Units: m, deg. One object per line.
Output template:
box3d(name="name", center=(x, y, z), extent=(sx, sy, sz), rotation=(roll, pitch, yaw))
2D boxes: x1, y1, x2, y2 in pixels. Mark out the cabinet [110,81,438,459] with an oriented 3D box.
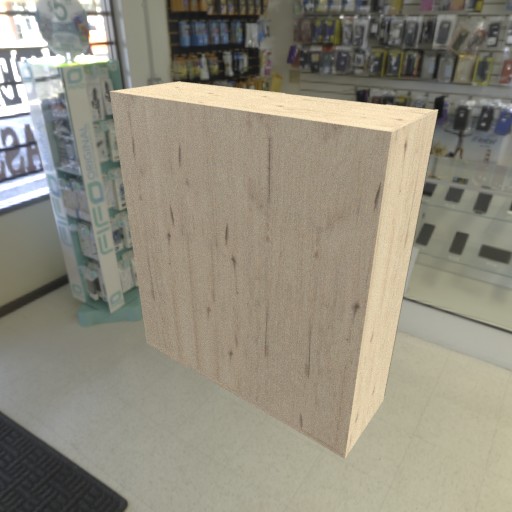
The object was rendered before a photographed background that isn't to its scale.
box3d(name="cabinet", center=(0.000, 0.000, 3.236), extent=(2.000, 2.180, 0.660), rotation=(20, 34, 32))
